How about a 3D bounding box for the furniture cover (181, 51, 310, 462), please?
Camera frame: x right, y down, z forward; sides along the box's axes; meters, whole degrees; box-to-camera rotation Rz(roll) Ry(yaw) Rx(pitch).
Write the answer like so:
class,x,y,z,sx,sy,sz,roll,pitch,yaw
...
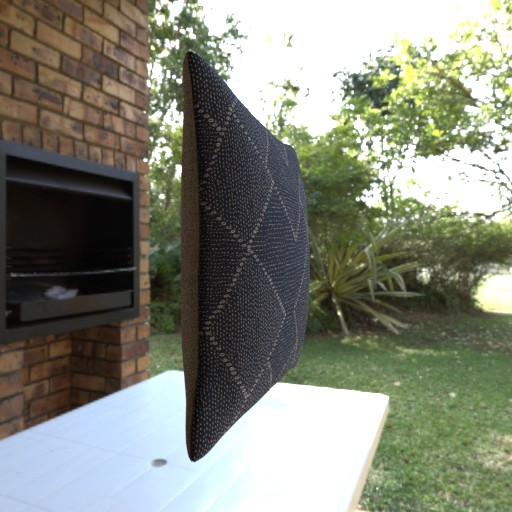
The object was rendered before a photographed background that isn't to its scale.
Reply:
class,x,y,z,sx,sy,sz,roll,pitch,yaw
furniture cover,0.000,0.000,0.779,0.162,0.503,0.511,0,0,19
